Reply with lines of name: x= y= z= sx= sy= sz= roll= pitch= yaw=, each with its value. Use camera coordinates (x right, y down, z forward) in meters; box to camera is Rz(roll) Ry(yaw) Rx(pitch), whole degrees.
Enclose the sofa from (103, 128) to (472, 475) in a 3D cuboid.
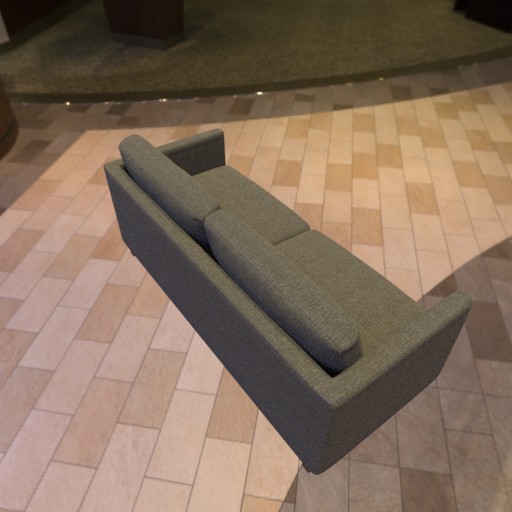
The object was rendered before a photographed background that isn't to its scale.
sofa: x=0.000 y=0.000 z=2.668 sx=0.948 sy=0.965 sz=2.208 roll=-26 pitch=48 yaw=-26
